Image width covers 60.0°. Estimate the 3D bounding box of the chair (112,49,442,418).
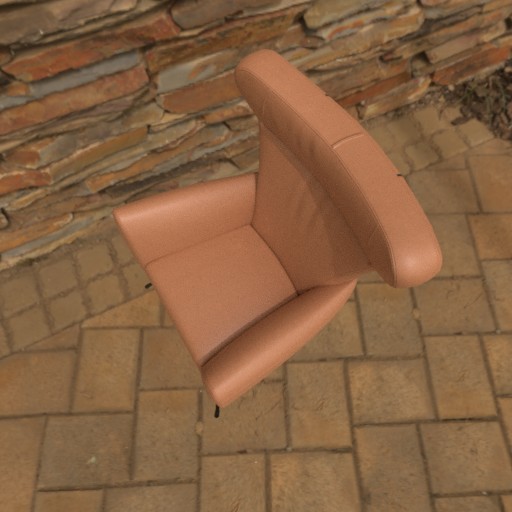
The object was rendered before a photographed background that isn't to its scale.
[{"bbox_3d":[0.000,0.000,1.760,0.900,1.050,0.980,-29,68,-13],"label":"chair"}]
